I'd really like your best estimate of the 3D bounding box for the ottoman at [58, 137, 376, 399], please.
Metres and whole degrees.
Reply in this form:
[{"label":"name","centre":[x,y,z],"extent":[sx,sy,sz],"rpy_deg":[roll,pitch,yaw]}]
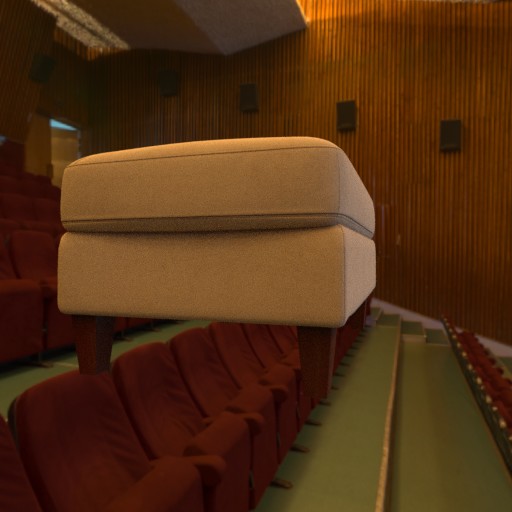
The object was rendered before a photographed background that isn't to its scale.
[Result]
[{"label":"ottoman","centre":[0.000,0.000,1.195],"extent":[0.584,0.483,0.864],"rpy_deg":[0,0,18]}]
